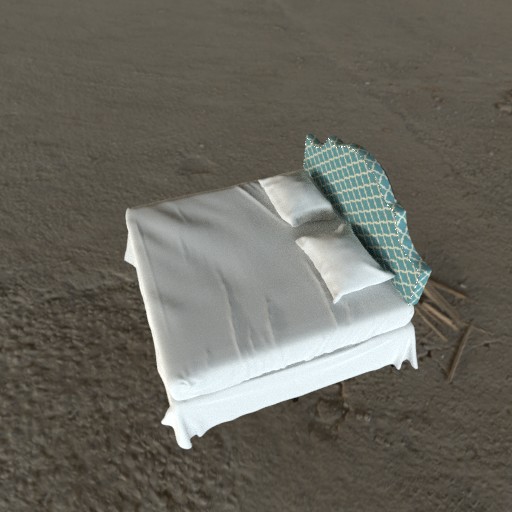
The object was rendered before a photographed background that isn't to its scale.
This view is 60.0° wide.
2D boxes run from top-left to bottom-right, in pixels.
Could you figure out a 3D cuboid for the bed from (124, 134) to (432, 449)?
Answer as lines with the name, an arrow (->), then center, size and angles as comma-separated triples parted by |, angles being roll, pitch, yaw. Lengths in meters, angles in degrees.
bed -> 0.000, 0.000, 3.841 | 2.222, 1.601, 2.314 | -15, 48, -14
